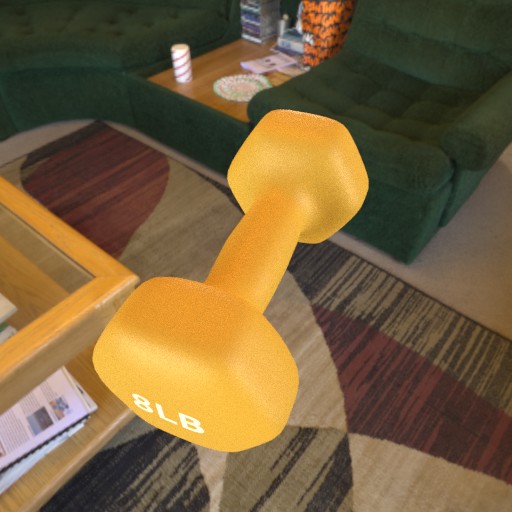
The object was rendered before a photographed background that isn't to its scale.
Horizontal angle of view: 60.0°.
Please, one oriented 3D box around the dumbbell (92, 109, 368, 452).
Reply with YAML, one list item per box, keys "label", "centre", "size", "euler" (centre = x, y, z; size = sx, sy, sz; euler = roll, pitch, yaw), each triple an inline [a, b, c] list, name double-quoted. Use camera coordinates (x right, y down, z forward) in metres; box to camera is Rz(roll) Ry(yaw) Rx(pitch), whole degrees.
- label: "dumbbell"
  centre: [0.000, 0.000, 0.237]
  size: [0.090, 0.082, 0.190]
  euler: [16, 48, 15]
